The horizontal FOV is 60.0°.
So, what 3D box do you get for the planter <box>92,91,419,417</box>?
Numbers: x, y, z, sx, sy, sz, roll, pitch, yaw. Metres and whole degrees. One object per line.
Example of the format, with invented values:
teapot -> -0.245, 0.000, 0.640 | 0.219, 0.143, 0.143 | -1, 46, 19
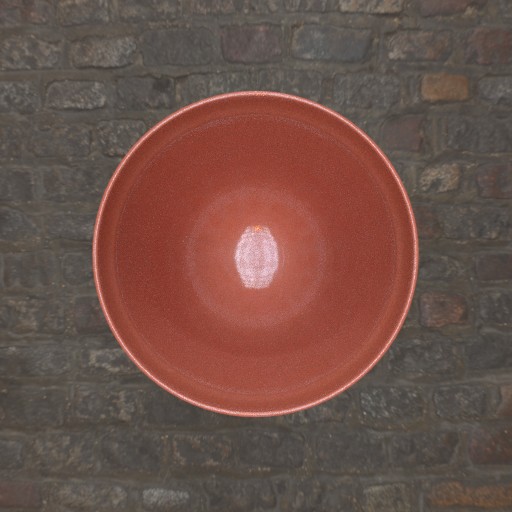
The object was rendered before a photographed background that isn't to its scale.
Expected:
planter -> 0.000, 0.000, 0.370 | 0.195, 0.214, 0.195 | 0, 89, 0
